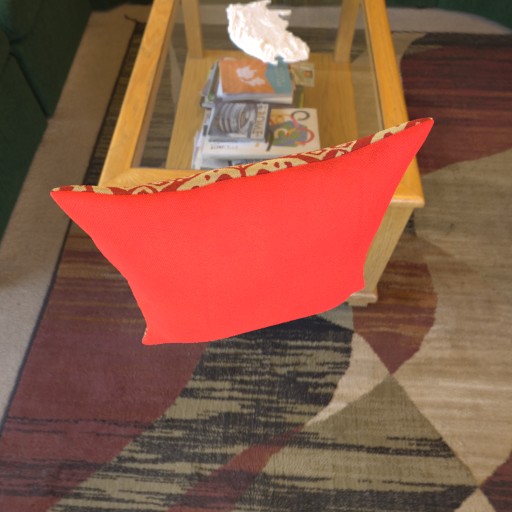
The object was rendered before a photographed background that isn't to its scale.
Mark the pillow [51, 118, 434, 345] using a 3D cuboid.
[{"bbox_3d":[0.000,0.000,0.792,0.522,0.507,0.192,-13,59,-8],"label":"pillow"}]
